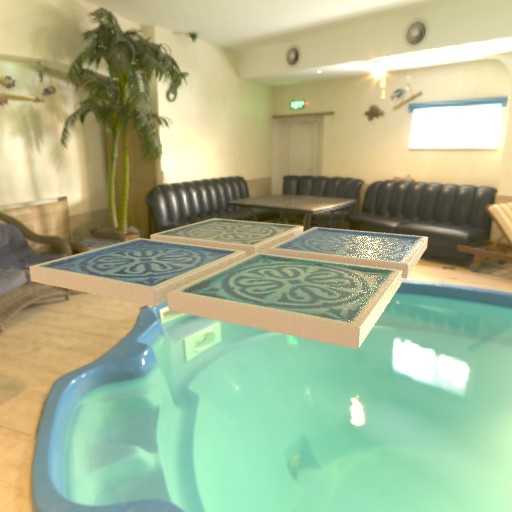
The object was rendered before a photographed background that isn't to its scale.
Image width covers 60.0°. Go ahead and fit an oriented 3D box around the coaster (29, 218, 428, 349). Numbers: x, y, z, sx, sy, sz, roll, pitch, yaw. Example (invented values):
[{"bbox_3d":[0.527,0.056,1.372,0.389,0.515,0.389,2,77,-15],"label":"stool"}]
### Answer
[{"bbox_3d":[0.000,0.000,0.330,0.214,0.010,0.219,7,16,27],"label":"coaster"}]
